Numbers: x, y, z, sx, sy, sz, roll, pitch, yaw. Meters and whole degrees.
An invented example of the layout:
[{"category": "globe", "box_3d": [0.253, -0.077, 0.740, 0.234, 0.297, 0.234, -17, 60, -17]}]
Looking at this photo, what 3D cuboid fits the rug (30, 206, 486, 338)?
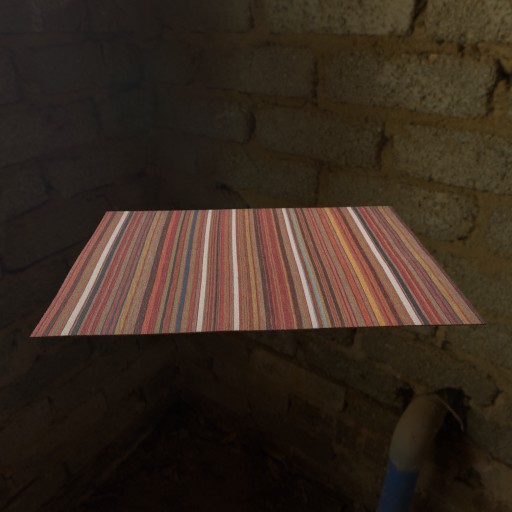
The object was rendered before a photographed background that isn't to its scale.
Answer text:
[{"category": "rug", "box_3d": [0.000, 0.000, 2.298, 1.828, 0.007, 1.217, -1, 30, -2]}]
